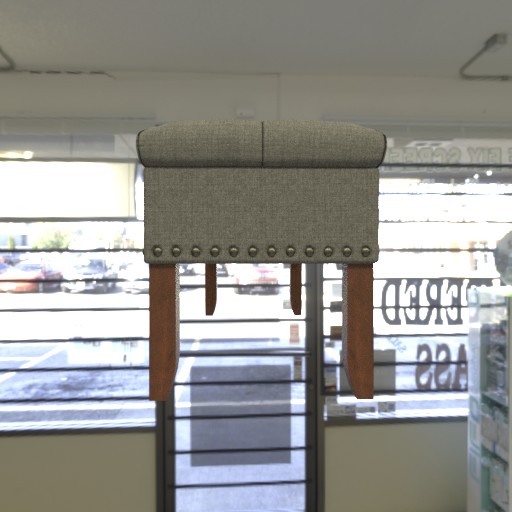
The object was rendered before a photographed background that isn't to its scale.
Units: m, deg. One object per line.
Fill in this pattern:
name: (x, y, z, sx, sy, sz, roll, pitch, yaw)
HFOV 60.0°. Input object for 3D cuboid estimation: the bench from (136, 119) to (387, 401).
bench: (0.000, 0.000, 1.240, 0.417, 0.470, 1.052, 0, 0, -1)
